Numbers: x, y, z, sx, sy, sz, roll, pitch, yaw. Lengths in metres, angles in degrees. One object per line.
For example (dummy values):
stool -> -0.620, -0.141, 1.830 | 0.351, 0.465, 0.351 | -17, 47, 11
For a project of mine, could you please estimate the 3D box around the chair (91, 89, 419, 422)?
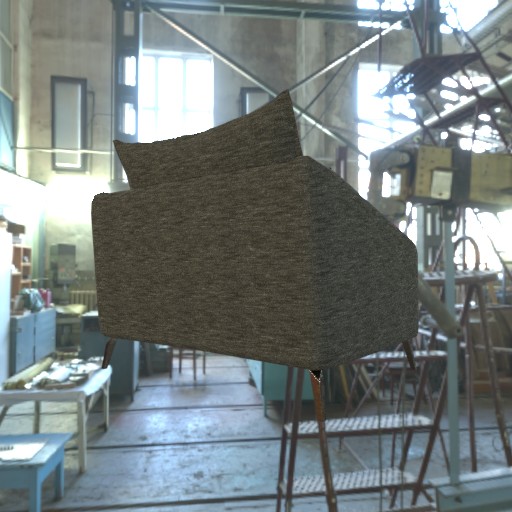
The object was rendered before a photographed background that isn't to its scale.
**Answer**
chair -> 0.000, 0.000, 1.658 | 1.004, 0.842, 0.805 | -1, -2, 38
